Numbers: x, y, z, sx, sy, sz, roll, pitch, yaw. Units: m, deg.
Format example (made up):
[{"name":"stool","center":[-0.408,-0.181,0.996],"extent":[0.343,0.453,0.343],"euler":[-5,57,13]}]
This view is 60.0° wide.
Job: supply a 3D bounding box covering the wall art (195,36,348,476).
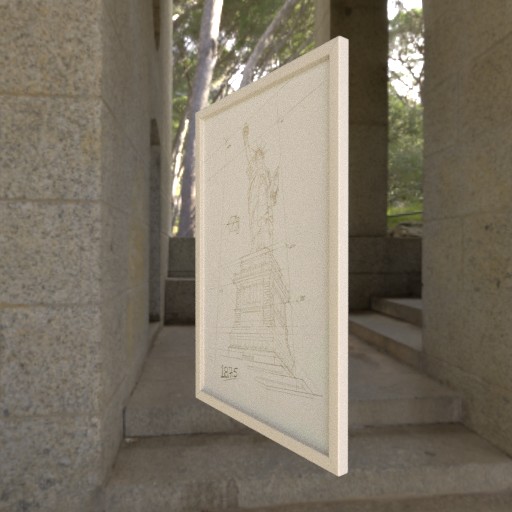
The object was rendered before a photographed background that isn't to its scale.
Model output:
[{"name":"wall art","center":[0.000,0.000,1.048],"extent":[0.026,0.813,0.556],"euler":[0,1,-36]}]
